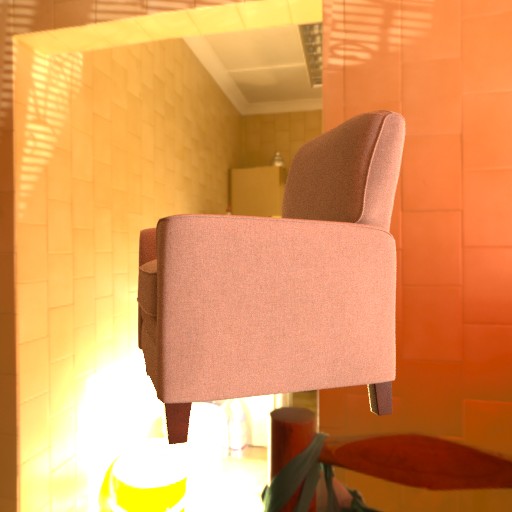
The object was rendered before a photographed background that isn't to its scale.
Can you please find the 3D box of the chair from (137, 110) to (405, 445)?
[{"bbox_3d":[0.000,0.000,1.680,0.859,1.023,0.845,0,1,-19],"label":"chair"}]
